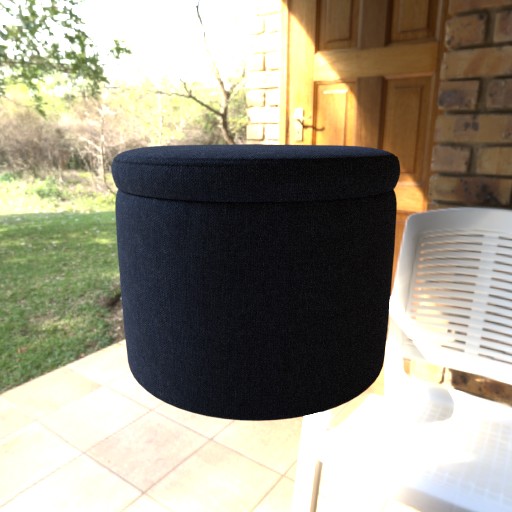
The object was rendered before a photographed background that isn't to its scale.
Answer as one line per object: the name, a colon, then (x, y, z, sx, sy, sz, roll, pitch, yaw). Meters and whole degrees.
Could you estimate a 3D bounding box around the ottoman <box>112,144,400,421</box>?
ottoman: (0.000, 0.000, 0.878, 0.520, 0.430, 0.520, 0, 15, 0)
